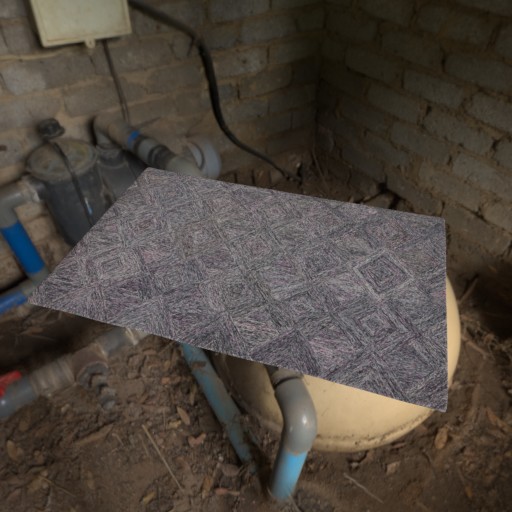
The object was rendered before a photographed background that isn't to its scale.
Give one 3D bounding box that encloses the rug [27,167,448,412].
[{"bbox_3d":[0.000,0.000,2.140,1.752,0.013,1.158,12,44,12],"label":"rug"}]
